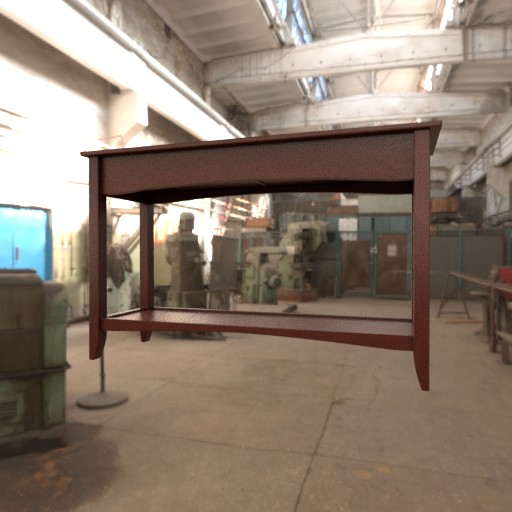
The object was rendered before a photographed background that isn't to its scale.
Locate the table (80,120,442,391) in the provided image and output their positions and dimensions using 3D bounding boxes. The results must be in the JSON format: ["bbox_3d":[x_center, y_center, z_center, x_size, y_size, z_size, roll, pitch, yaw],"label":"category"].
[{"bbox_3d":[0.000,0.000,1.569,1.188,0.739,0.392,0,1,18],"label":"table"}]
